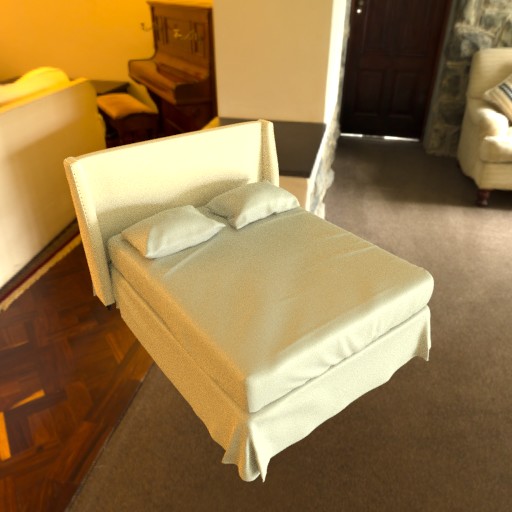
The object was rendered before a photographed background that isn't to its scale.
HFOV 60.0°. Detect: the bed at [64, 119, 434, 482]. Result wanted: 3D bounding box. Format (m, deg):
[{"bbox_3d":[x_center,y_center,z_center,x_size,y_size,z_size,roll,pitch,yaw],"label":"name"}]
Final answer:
[{"bbox_3d":[0.000,0.000,3.349,1.925,1.332,2.276,-22,38,-31],"label":"bed"}]
